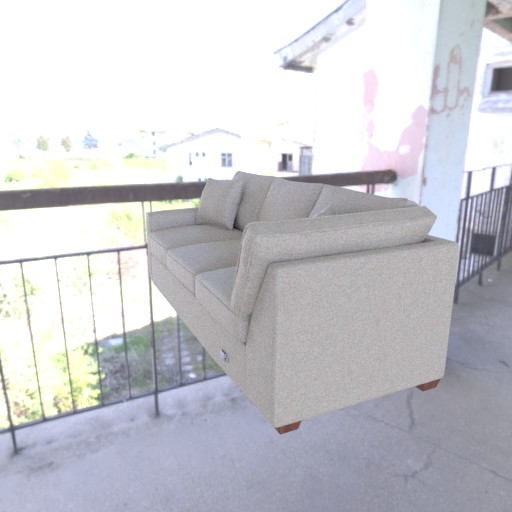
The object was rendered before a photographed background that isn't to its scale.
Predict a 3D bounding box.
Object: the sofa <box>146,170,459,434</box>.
[{"bbox_3d":[0.000,0.000,2.937,1.061,0.962,2.317,-7,17,-25],"label":"sofa"}]
